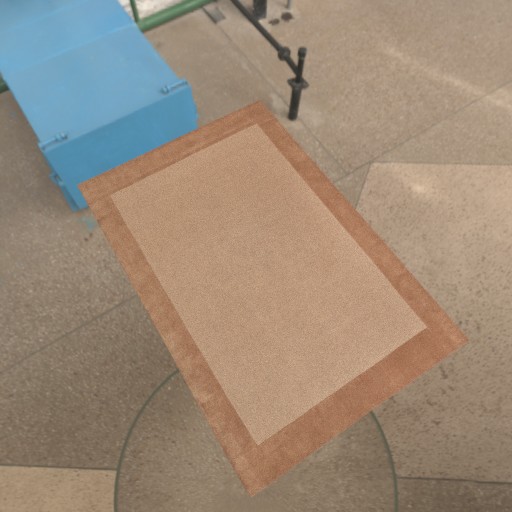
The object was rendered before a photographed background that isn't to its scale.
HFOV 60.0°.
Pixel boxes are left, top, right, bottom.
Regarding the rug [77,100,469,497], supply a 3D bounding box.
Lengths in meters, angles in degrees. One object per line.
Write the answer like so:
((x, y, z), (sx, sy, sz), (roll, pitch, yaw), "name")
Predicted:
((0.000, 0.000, 2.287), (1.219, 0.014, 1.829), (-30, 67, -14), "rug")
